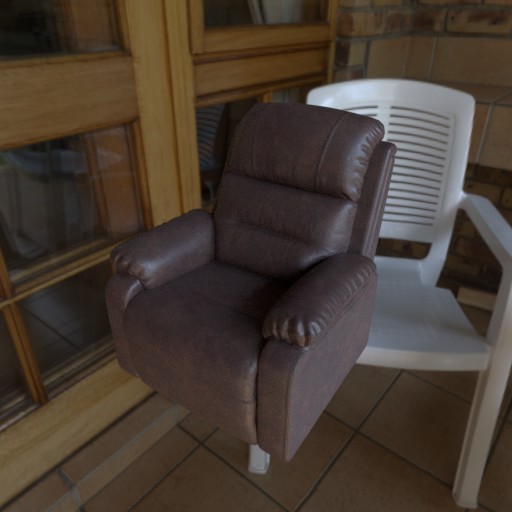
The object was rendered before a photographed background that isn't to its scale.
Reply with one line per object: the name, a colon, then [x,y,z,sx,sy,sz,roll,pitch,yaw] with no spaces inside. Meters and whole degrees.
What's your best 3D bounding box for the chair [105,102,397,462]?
chair: [0.000,0.000,1.685,0.855,0.992,0.919,18,35,29]
